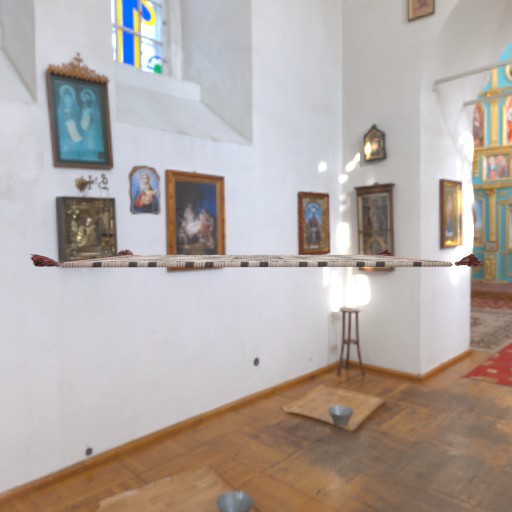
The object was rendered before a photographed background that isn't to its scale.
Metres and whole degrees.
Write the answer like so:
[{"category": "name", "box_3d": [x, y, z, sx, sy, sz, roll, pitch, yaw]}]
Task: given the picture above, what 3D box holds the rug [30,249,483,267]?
[{"category": "rug", "box_3d": [0.000, 0.000, 2.667, 2.069, 0.067, 1.444, 0, 2, -2]}]
